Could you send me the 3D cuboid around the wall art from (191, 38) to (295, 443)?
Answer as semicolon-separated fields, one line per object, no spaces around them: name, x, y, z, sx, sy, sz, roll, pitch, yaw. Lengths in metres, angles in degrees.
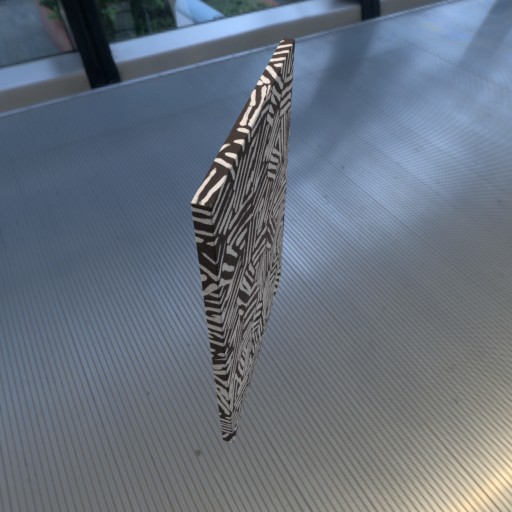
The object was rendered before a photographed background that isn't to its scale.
wall art;0.000;0.000;1.369;0.038;1.017;0.765;10;47;10
